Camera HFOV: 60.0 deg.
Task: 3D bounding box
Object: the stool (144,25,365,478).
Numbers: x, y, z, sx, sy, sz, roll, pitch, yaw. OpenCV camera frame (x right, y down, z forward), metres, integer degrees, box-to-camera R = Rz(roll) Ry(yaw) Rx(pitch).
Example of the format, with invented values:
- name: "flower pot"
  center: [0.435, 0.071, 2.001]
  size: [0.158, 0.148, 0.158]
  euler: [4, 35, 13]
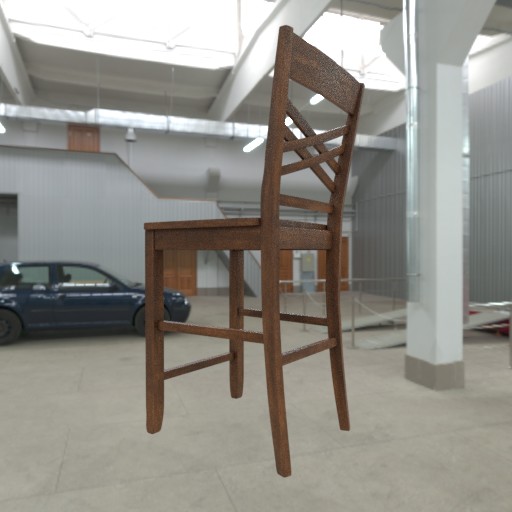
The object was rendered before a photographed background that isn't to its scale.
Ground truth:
- name: "stool"
  center: [0.000, 0.000, 1.360]
  size: [0.539, 1.079, 0.462]
  euler: [0, 0, 36]
